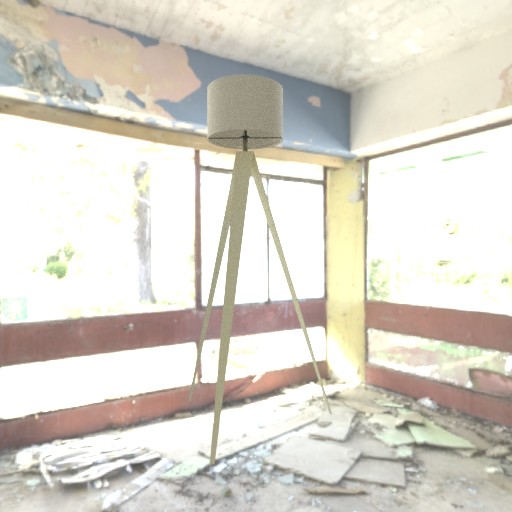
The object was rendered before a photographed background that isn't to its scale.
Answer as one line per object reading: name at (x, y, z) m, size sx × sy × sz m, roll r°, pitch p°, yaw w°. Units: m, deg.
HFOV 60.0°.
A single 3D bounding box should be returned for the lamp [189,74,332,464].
lamp at (0.000, 0.000, 1.977) m, size 0.724 × 1.524 × 0.716 m, roll 0°, pitch 0°, yaw 1°
